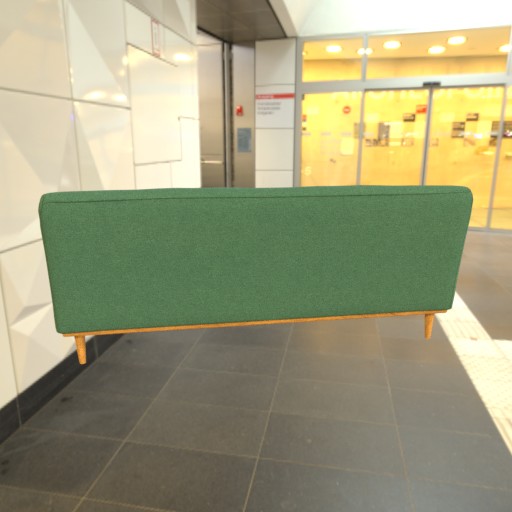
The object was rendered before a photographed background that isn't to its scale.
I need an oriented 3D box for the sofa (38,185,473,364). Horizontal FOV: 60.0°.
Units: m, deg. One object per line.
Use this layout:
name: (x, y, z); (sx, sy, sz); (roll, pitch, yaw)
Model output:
sofa: (0.000, 0.000, 2.539); (2.057, 0.871, 0.978); (-2, 15, -9)
